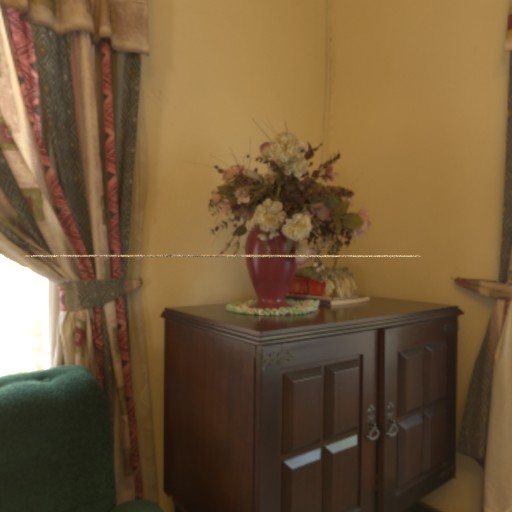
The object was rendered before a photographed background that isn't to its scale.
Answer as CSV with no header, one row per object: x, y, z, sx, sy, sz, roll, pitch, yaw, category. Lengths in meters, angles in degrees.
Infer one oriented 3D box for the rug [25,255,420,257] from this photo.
0.000,0.000,2.085,1.035,0.006,1.652,0,0,37,rug
